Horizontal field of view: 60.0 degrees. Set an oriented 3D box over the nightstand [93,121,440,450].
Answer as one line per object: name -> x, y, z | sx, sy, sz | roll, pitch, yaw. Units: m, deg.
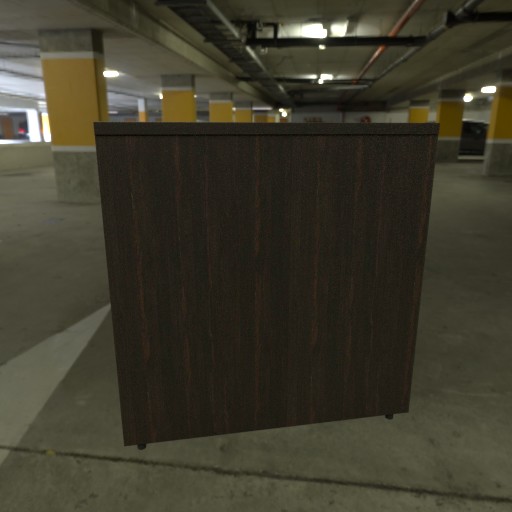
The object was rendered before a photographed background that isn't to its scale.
nightstand -> 0.000, 0.000, 0.810 | 0.461, 0.460, 0.400 | -3, 16, -10
